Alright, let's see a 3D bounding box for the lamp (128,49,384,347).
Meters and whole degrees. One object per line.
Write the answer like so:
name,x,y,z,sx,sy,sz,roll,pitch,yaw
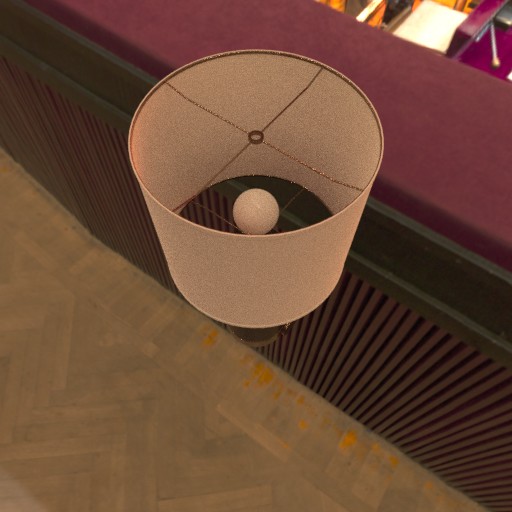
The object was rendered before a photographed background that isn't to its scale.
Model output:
lamp,0.000,0.000,0.630,0.240,0.482,0.241,33,65,18
